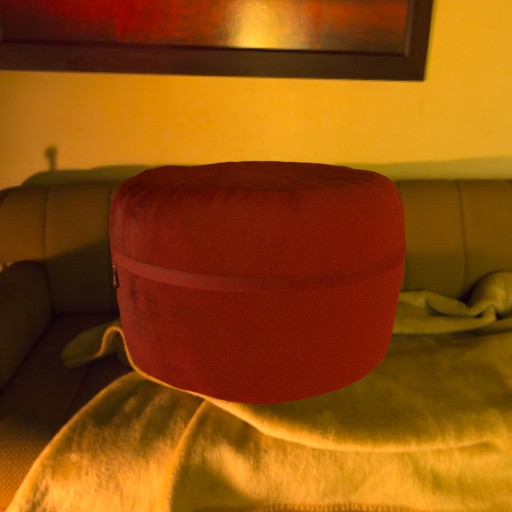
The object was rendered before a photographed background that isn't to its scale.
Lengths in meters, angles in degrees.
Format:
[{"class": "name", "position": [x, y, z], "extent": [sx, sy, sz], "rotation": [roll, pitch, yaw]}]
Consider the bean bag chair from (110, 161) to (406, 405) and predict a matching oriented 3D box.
[{"class": "bean bag chair", "position": [0.000, 0.000, 1.935], "extent": [1.219, 0.762, 1.219], "rotation": [0, 17, 0]}]
